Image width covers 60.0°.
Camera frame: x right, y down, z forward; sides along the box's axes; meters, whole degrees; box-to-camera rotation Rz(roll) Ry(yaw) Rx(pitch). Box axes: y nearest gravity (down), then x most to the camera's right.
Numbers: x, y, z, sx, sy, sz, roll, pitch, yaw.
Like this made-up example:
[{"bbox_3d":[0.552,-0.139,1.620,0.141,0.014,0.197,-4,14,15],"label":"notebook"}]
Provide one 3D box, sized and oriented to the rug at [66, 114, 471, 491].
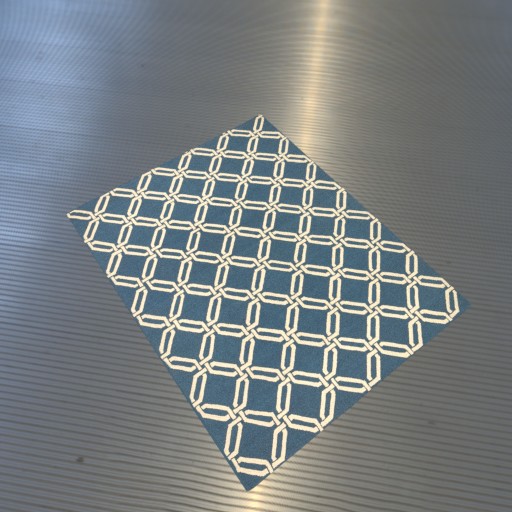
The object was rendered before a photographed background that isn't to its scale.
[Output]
[{"bbox_3d":[0.000,0.000,3.862,2.277,0.020,2.867,-32,63,-19],"label":"rug"}]
